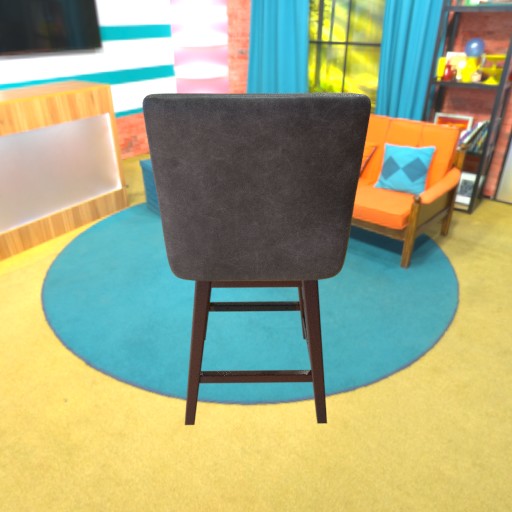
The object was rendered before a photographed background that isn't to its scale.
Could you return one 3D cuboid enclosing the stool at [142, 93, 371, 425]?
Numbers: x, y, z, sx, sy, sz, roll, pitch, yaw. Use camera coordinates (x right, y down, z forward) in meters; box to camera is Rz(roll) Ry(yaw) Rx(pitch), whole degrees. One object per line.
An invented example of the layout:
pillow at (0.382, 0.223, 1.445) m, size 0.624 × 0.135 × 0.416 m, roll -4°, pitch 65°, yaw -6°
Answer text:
stool at (0.000, 0.000, 1.382) m, size 0.492 × 1.046 × 0.587 m, roll 0°, pitch 29°, yaw -1°
